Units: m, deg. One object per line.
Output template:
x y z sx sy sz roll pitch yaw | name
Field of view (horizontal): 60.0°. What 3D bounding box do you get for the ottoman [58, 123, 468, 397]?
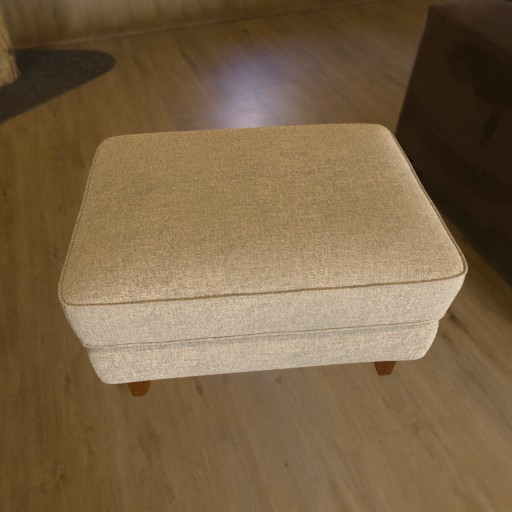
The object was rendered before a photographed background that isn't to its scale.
0.000 0.000 1.286 0.889 0.561 0.661 -4 46 -4 | ottoman
